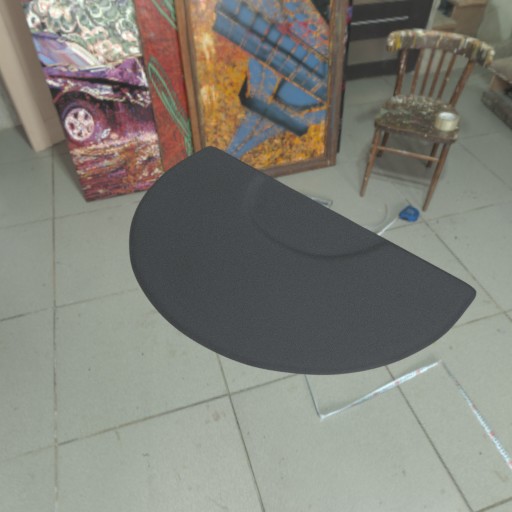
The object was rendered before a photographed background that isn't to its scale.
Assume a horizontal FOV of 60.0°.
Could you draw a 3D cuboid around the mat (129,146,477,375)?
[{"bbox_3d":[0.000,0.000,1.839,1.525,0.016,0.917,34,55,28],"label":"mat"}]
